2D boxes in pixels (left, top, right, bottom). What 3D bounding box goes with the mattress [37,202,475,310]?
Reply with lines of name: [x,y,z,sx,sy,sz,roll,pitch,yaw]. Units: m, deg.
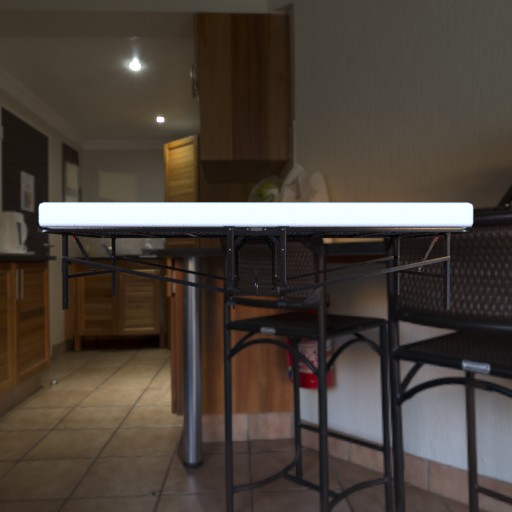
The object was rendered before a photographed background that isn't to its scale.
mattress: [0.000,0.000,2.555,2.153,0.519,0.922,0,0,0]
